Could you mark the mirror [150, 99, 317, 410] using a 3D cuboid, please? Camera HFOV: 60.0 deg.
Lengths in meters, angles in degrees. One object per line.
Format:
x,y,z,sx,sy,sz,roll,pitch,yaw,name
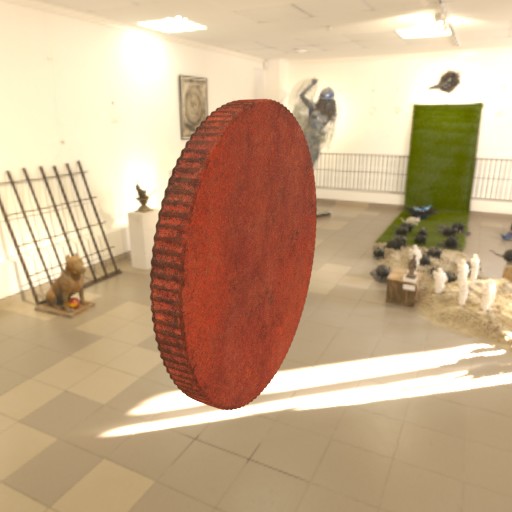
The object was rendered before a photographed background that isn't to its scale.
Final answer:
0.000,0.000,0.913,0.056,0.609,0.609,8,19,25,mirror
